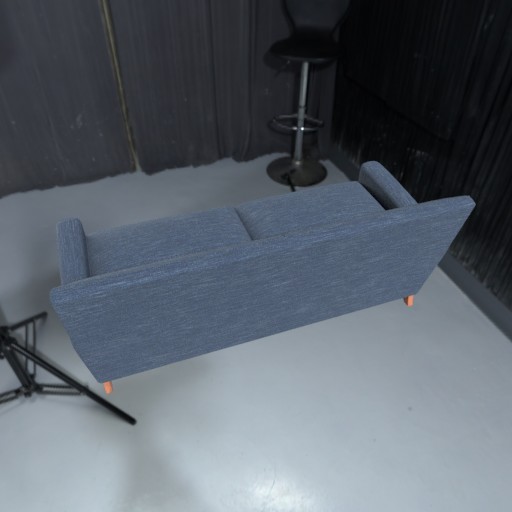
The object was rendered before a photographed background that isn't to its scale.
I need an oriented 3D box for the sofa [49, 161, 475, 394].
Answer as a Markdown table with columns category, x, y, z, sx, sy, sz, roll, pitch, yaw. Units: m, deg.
| category | x | y | z | sx | sy | sz | roll | pitch | yaw |
| --- | --- | --- | --- | --- | --- | --- | --- | --- | --- |
| sofa | 0.000 | 0.000 | 2.431 | 1.976 | 0.846 | 0.875 | -13 | 43 | -15 |
